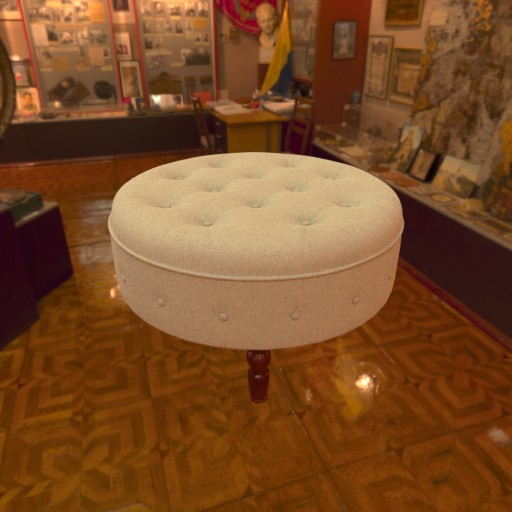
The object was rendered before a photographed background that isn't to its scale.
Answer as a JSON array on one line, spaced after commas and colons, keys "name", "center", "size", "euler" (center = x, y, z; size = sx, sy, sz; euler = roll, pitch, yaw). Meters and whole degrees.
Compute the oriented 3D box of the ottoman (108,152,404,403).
[{"name": "ottoman", "center": [0.000, 0.000, 1.401], "size": [0.849, 0.478, 0.849], "euler": [0, 27, 0]}]
